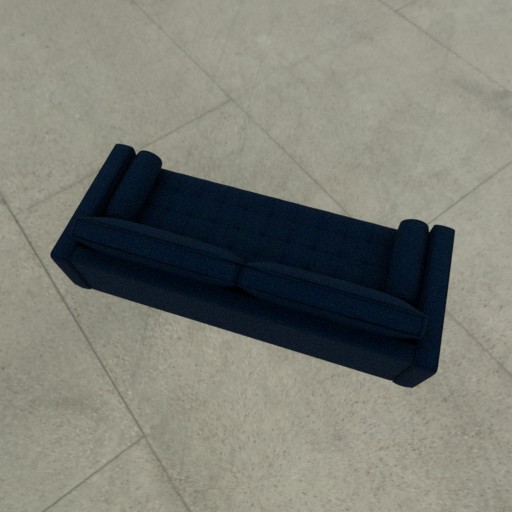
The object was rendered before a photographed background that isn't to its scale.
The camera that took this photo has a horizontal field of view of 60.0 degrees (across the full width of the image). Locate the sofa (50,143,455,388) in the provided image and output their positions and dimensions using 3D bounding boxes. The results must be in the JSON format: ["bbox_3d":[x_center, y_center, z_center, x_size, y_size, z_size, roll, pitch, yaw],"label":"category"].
[{"bbox_3d":[0.000,0.000,2.739,2.210,0.762,0.914,16,64,8],"label":"sofa"}]
